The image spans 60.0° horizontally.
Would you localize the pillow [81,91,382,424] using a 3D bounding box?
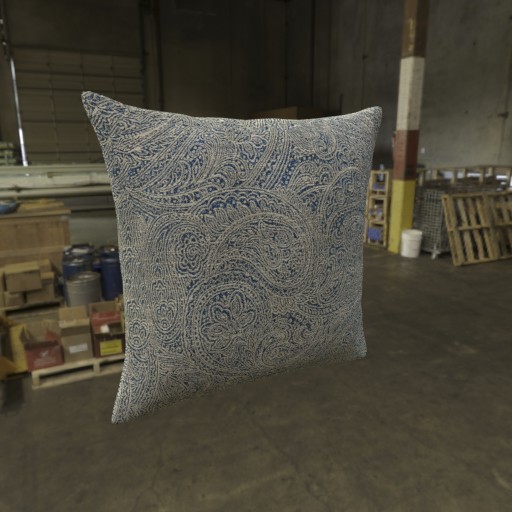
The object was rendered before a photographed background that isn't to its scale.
[{"bbox_3d":[0.000,0.000,0.767,0.523,0.510,0.166,-7,15,-25],"label":"pillow"}]
